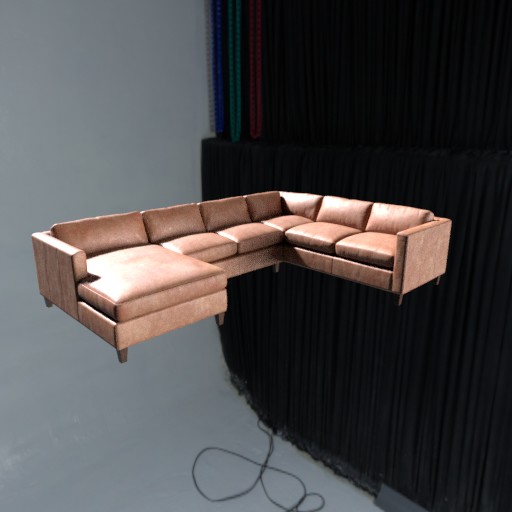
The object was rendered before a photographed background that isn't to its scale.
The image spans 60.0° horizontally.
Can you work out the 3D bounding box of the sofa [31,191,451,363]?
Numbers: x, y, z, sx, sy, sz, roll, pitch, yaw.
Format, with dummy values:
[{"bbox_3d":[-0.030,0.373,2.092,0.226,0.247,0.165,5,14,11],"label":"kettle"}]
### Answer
[{"bbox_3d":[0.000,0.000,4.438,3.401,0.832,2.430,-16,23,-42],"label":"sofa"}]
